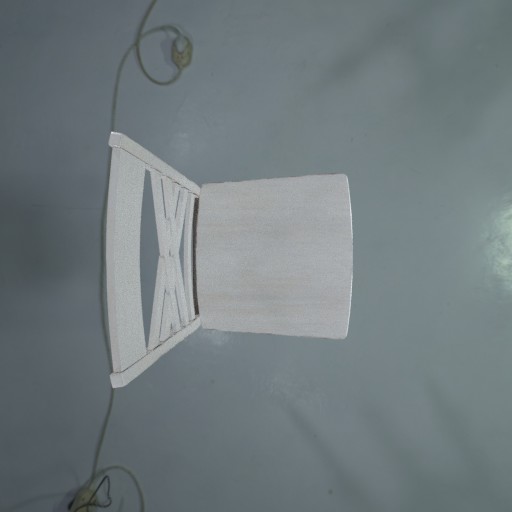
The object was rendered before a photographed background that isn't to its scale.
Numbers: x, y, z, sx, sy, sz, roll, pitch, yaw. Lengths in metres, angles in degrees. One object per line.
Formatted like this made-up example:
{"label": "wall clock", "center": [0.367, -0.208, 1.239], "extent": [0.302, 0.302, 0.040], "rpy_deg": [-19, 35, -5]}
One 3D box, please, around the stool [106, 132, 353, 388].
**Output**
{"label": "stool", "center": [0.000, 0.000, 1.330], "extent": [0.539, 1.079, 0.462], "rpy_deg": [0, 91, 0]}
